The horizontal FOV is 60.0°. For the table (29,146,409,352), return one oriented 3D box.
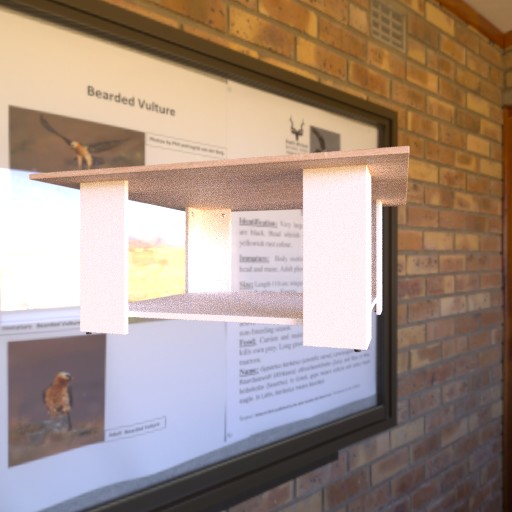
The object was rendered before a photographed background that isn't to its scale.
[{"bbox_3d":[0.000,0.000,1.038,0.670,0.305,0.670,0,0,18],"label":"table"}]
